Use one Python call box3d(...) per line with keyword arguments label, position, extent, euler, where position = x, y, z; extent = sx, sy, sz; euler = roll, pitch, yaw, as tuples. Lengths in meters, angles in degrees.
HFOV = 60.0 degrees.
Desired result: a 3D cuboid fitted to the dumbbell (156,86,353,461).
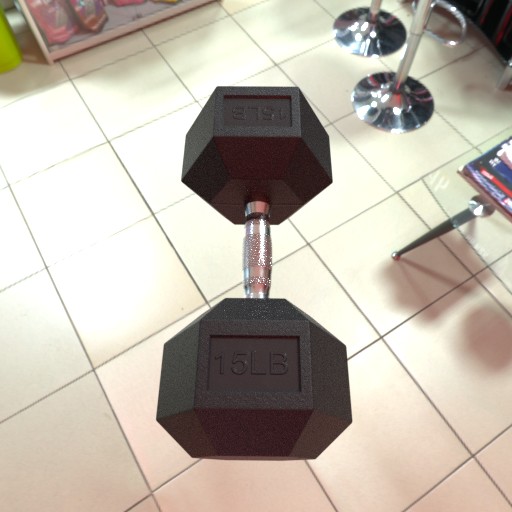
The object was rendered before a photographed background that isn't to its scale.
box3d(label="dumbbell", position=(0.000, 0.000, 0.326), extent=(0.122, 0.106, 0.271), euler=(1, 63, 0))
